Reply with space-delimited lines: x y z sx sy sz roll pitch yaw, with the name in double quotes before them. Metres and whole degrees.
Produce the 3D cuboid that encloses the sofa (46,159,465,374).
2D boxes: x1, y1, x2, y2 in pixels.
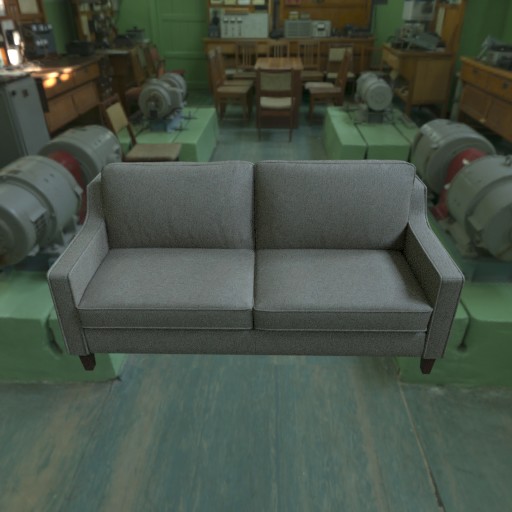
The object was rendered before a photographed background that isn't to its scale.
"sofa" 0.000 0.000 2.801 2.181 1.074 1.073 0 31 1
